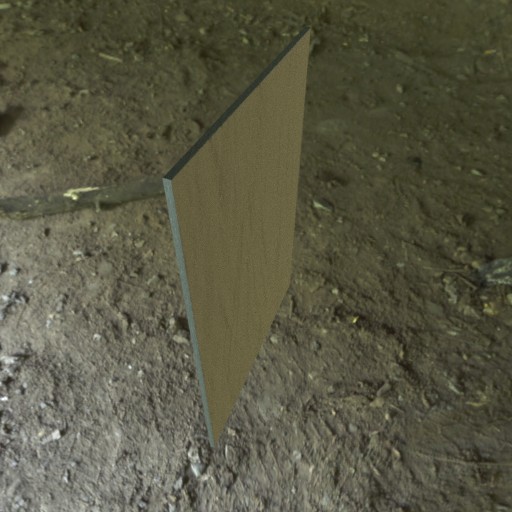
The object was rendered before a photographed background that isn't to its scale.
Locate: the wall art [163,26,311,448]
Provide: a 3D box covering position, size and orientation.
[{"bbox_3d":[0.000,0.000,1.406,0.016,1.116,0.810,16,47,15],"label":"wall art"}]
